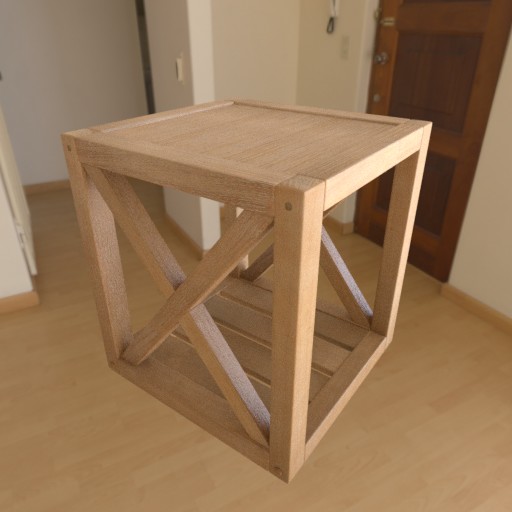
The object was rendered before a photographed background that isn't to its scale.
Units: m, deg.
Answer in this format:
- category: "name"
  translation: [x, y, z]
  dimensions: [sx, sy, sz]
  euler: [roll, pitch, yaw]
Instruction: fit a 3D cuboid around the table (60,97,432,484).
- category: "table"
  translation: [0.000, 0.000, 1.065]
  dimensions: [0.559, 0.610, 0.558]
  euler: [19, 34, 31]
